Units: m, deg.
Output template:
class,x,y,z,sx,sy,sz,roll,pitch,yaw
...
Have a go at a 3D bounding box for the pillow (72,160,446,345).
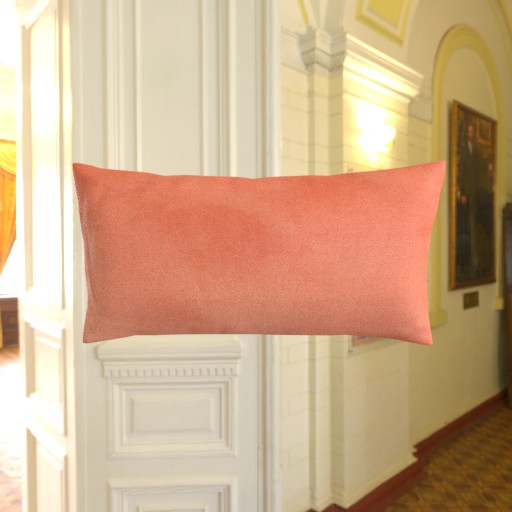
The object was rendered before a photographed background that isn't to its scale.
class,x,y,z,sx,sy,sz,roll,pitch,yaw
pillow,0.000,0.000,0.745,0.608,0.307,0.155,0,1,2
